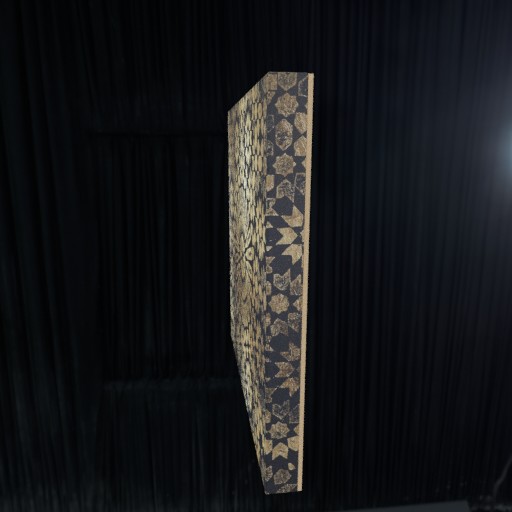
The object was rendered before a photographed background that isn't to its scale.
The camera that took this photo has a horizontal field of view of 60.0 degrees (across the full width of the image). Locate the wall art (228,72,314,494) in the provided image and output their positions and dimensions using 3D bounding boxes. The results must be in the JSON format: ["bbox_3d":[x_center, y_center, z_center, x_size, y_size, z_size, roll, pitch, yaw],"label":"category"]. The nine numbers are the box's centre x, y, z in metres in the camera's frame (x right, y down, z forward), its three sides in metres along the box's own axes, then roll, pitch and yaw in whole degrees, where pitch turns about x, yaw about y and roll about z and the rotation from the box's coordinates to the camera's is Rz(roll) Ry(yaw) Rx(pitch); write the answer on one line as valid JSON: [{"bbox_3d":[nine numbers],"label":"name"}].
[{"bbox_3d":[0.000,0.000,0.603,0.038,0.405,0.405,-2,14,-8],"label":"wall art"}]
